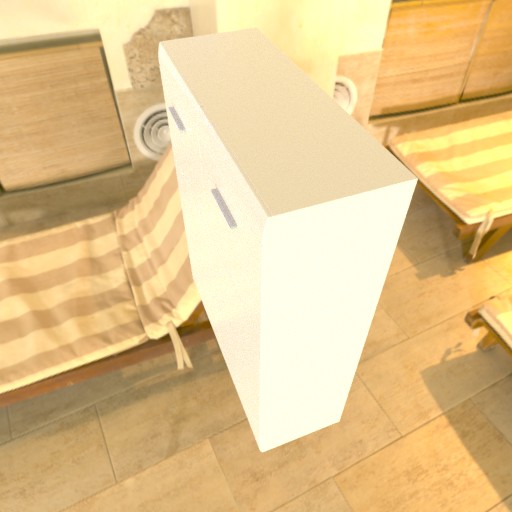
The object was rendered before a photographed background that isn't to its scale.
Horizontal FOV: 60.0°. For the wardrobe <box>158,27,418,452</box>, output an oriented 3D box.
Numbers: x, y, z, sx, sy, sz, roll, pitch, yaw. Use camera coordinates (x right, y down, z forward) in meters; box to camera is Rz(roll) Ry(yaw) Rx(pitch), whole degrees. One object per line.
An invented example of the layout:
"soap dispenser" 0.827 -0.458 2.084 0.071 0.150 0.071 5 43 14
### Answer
"wardrobe" 0.000 0.000 1.583 0.360 1.200 0.900 -16 48 -15
